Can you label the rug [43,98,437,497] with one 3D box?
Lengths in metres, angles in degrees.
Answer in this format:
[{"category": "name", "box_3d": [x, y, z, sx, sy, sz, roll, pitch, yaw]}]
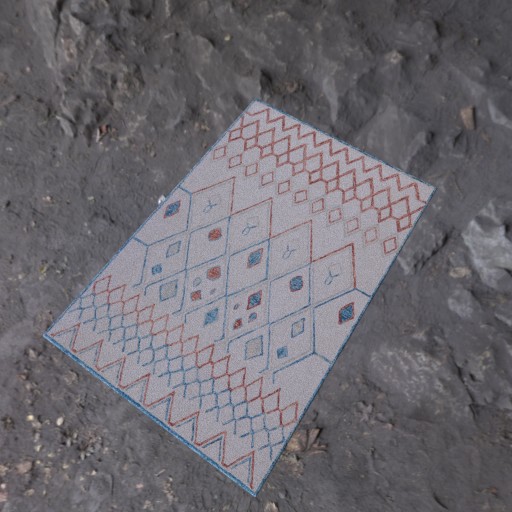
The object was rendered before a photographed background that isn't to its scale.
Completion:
[{"category": "rug", "box_3d": [0.000, 0.000, 2.293, 1.219, 0.016, 1.829, 31, 68, 14]}]
